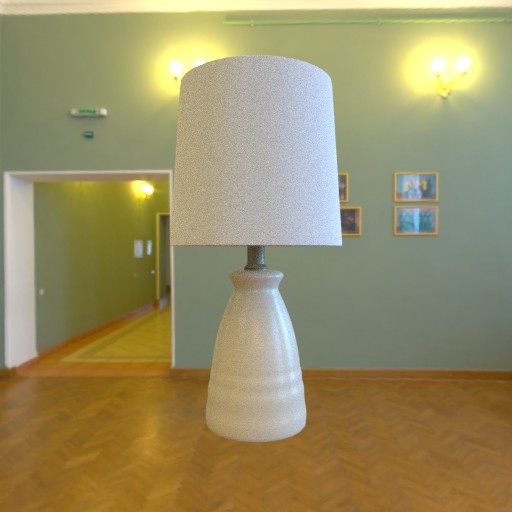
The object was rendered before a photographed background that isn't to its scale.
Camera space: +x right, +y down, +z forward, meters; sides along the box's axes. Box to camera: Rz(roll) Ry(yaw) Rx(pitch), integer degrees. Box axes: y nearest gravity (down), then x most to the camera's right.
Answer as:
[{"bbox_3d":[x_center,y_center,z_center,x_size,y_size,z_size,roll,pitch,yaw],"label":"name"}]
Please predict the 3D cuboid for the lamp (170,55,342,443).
[{"bbox_3d":[0.000,0.000,0.489,0.186,0.369,0.186,0,1,0],"label":"lamp"}]
